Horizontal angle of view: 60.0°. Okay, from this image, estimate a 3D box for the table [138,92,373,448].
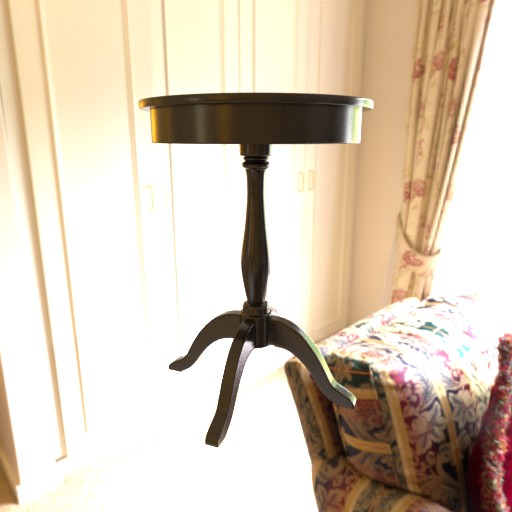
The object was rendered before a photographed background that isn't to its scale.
[{"bbox_3d":[0.000,0.000,1.014,0.481,0.665,0.481,0,15,0],"label":"table"}]
